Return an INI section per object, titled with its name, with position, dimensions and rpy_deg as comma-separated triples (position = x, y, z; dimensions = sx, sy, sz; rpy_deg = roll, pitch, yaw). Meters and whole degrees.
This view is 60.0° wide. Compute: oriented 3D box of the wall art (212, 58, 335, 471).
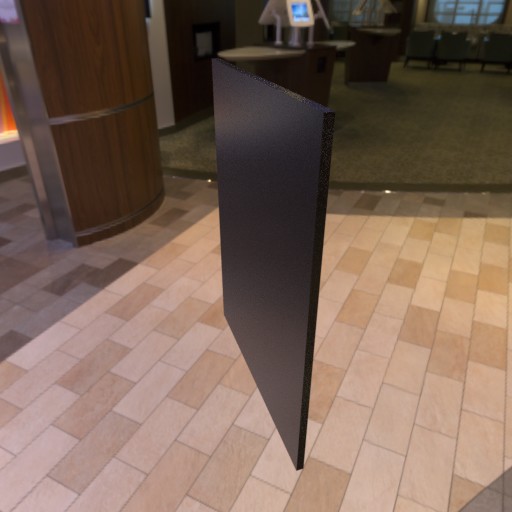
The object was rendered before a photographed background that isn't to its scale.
[wall art]
position = 0.000, 0.000, 0.770
dimensions = 0.013, 0.582, 0.442
rpy_deg = -10, 32, -17
